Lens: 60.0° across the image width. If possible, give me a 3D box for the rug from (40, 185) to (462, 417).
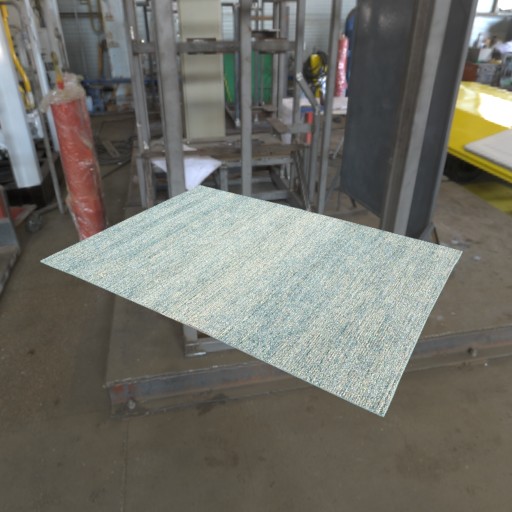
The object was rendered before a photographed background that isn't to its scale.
[{"bbox_3d":[0.000,0.000,2.890,2.260,0.026,1.611,18,34,28],"label":"rug"}]
